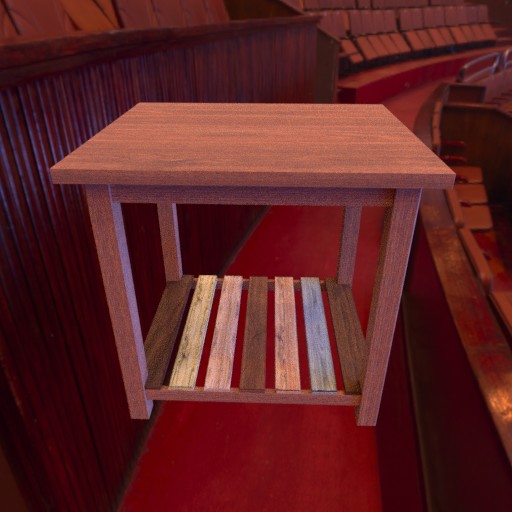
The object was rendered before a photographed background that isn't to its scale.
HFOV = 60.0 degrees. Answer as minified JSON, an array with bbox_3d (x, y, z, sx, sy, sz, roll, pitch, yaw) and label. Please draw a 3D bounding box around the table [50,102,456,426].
[{"bbox_3d":[0.000,0.000,1.119,0.660,0.635,0.559,1,30,2],"label":"table"}]
